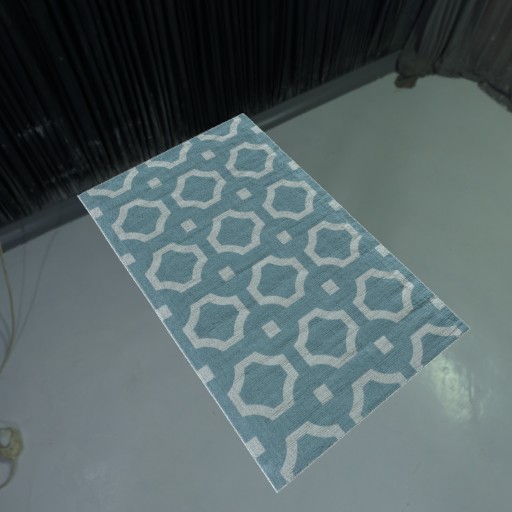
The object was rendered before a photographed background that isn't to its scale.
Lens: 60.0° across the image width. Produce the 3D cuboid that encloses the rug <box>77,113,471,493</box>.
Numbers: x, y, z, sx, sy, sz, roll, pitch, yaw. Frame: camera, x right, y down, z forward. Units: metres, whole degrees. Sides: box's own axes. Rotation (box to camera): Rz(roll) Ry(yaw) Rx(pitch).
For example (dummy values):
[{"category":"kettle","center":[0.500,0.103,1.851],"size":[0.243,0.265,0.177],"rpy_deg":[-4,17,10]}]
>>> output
[{"category":"rug","center":[0.000,0.000,3.038],"size":[1.528,0.015,2.443],"rpy_deg":[-32,64,-18]}]
